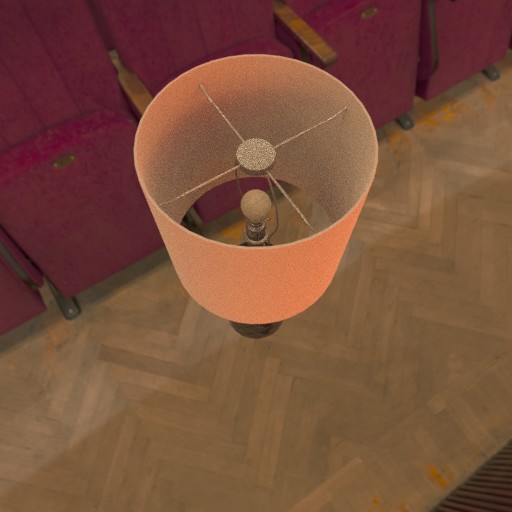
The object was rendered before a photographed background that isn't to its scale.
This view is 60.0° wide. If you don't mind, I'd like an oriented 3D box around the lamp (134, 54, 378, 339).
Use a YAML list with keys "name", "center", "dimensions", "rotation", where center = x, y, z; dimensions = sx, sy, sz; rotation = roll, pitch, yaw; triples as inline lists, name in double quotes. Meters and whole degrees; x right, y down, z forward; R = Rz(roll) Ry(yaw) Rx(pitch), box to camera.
- name: "lamp"
  center: [0.000, 0.000, 0.584]
  dimensions: [0.207, 0.461, 0.207]
  rotation: [-30, 68, -13]
